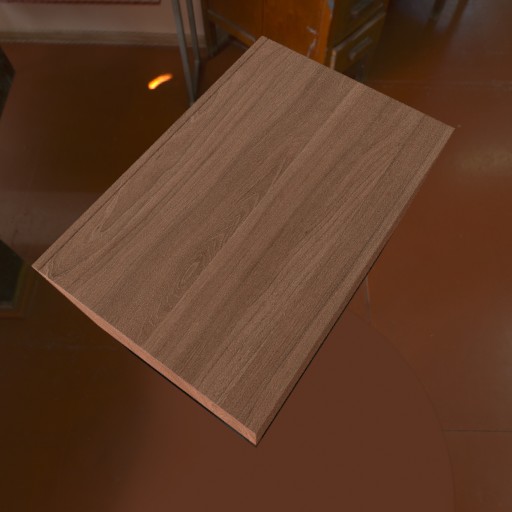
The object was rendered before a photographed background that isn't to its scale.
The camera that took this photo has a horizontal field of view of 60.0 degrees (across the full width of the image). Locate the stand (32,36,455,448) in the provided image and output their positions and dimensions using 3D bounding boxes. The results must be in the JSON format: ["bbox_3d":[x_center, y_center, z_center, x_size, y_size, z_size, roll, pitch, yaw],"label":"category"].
[{"bbox_3d":[0.000,0.000,0.937,0.420,0.500,0.600,32,69,14],"label":"stand"}]
